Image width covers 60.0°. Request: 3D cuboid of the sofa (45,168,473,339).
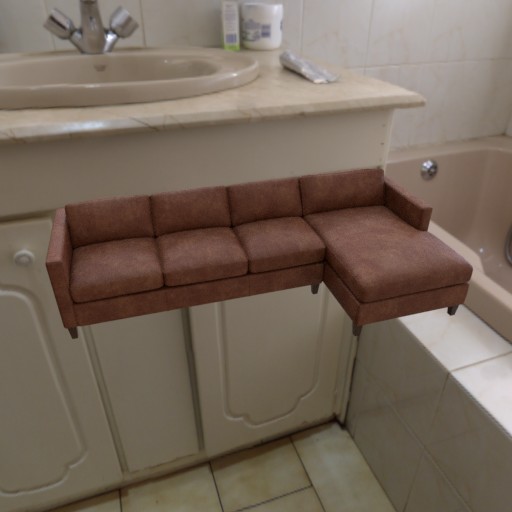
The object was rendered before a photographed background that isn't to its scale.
[{"bbox_3d":[0.000,0.000,3.790,3.203,0.883,1.581,-9,33,-14],"label":"sofa"}]
